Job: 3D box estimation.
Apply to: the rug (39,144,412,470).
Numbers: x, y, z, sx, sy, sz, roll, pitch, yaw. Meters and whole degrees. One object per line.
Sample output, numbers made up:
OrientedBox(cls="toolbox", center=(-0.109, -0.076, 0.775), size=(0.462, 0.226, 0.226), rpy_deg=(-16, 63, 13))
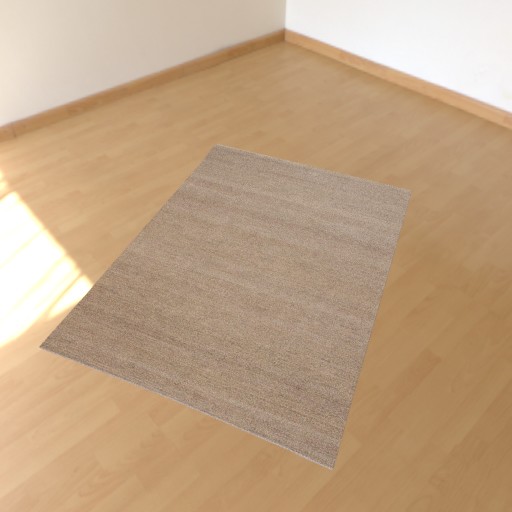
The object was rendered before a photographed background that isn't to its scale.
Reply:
OrientedBox(cls="rug", center=(0.000, 0.000, 4.292), size=(2.467, 0.046, 3.245), rpy_deg=(17, 49, 16))
